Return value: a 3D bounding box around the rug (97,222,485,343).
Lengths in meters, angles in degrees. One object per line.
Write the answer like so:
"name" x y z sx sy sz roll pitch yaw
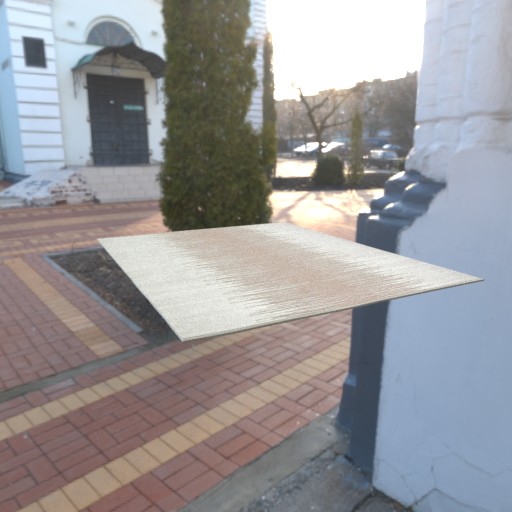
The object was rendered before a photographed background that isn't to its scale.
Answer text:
"rug" 0.000 0.000 4.192 2.438 0.013 3.048 -7 16 -27
